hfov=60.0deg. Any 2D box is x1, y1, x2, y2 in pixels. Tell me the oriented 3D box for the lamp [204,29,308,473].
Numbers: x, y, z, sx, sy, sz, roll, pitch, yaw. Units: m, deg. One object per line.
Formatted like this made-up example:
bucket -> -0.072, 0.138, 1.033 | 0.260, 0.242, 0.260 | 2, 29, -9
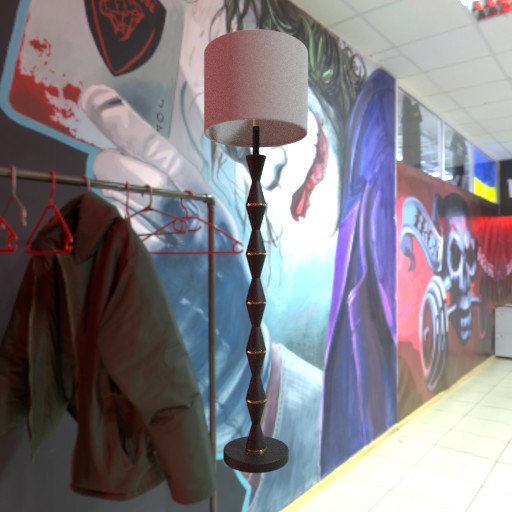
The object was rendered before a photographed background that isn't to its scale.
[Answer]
lamp -> 0.000, 0.000, 1.633 | 0.381, 1.480, 0.381 | 0, 0, -18
